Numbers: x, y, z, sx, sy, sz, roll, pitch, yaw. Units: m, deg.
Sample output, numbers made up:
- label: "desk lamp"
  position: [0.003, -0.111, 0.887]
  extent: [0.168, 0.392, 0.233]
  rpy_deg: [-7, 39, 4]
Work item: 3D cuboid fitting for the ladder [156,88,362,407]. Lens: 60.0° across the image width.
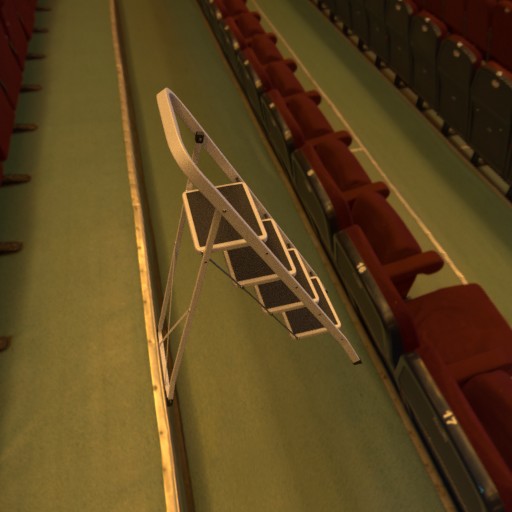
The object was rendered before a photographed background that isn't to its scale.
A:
- label: "ladder"
  position: [0.000, 0.000, 1.691]
  extent: [0.914, 1.265, 0.460]
  rpy_deg: [-11, 48, -10]
